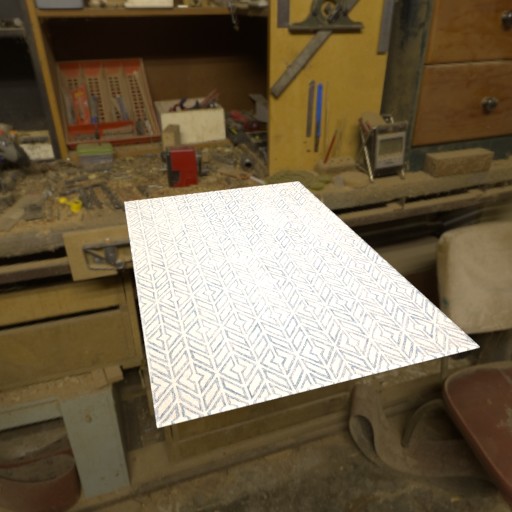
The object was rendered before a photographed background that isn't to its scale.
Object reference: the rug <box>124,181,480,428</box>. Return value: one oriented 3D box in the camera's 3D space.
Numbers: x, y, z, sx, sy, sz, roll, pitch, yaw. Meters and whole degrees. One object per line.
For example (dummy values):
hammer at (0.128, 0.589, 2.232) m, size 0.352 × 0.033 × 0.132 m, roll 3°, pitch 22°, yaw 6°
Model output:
rug at (0.000, 0.000, 2.287) m, size 1.220 × 0.008 × 1.824 m, roll -9°, pitch 32°, yaw -15°
